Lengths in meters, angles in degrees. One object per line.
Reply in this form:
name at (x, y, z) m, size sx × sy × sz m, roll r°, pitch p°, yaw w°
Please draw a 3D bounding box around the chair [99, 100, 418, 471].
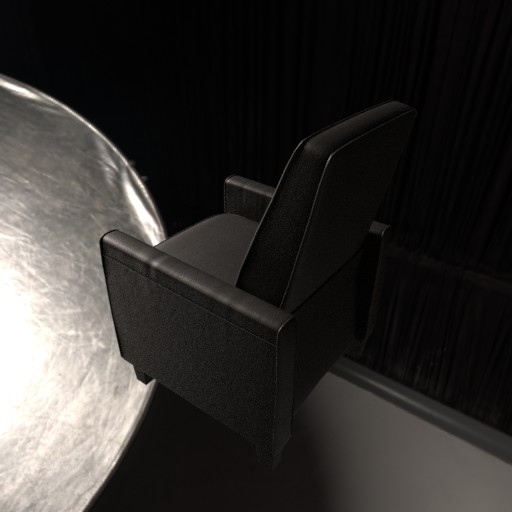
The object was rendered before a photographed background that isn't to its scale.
chair at (0.000, 0.000, 1.476) m, size 0.746 × 1.013 × 0.705 m, roll 21°, pitch 37°, yaw 31°
